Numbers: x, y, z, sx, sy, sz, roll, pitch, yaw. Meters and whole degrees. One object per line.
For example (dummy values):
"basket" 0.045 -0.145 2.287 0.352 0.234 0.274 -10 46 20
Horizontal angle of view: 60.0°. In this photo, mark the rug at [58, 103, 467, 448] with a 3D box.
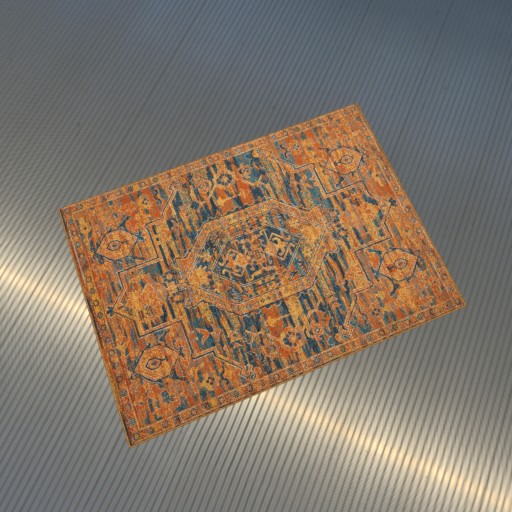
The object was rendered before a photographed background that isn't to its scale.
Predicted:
"rug" 0.000 0.000 2.859 2.204 0.024 1.588 -21 75 -6
